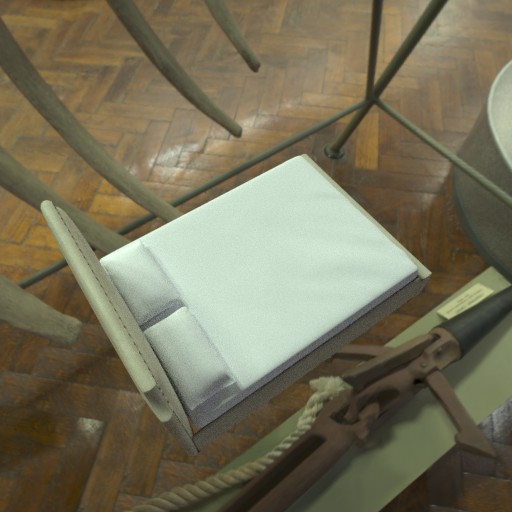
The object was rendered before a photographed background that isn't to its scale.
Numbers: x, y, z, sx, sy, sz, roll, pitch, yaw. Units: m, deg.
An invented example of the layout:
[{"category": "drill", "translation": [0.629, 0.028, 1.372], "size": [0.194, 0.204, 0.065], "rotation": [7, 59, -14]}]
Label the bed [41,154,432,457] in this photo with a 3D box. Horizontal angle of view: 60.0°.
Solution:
[{"category": "bed", "translation": [0.000, 0.000, 3.416], "size": [2.372, 1.443, 1.712], "rotation": [-30, 62, -18]}]
